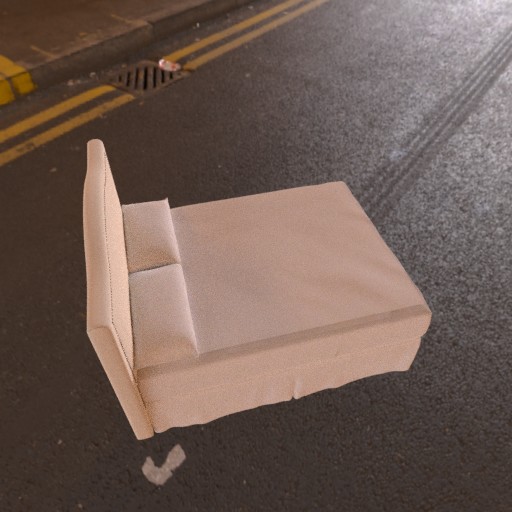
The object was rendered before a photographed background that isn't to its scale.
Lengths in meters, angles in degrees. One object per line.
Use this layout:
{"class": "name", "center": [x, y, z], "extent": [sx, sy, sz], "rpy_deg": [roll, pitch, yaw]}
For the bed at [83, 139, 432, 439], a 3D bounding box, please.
{"class": "bed", "center": [0.000, 0.000, 3.319], "extent": [2.143, 1.460, 1.753], "rpy_deg": [-11, 47, -10]}
